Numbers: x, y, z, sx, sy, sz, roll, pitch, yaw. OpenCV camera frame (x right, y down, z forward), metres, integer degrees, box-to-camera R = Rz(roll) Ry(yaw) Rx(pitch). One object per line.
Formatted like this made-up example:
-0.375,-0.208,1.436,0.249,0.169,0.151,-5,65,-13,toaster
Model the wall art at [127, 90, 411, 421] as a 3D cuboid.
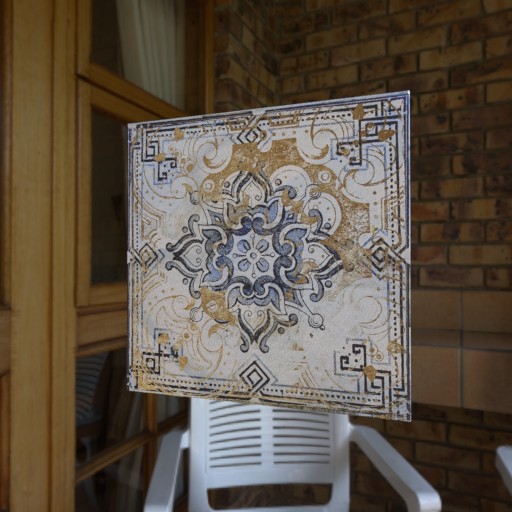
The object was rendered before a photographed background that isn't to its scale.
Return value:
0.000,0.000,0.926,0.609,0.607,0.036,0,-1,19,wall art
